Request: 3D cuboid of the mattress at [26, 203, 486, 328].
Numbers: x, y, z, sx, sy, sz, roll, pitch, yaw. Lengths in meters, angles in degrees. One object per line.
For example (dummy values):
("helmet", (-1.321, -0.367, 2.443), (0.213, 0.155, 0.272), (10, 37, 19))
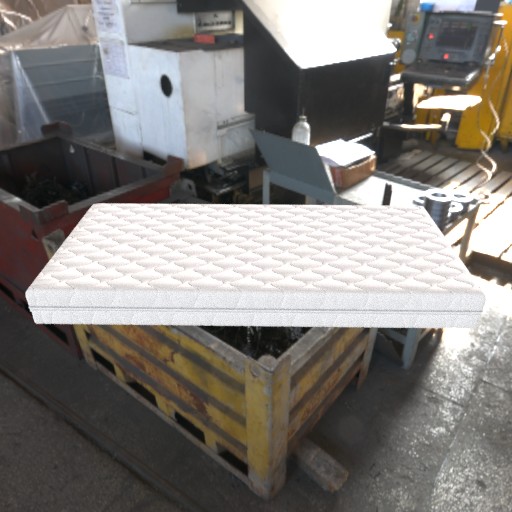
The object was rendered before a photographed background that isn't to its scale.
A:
("mattress", (0.000, 0.000, 2.324), (2.000, 0.200, 0.900), (1, 32, 1))
